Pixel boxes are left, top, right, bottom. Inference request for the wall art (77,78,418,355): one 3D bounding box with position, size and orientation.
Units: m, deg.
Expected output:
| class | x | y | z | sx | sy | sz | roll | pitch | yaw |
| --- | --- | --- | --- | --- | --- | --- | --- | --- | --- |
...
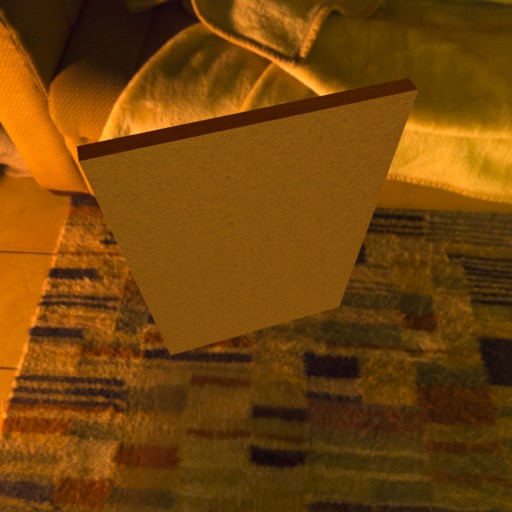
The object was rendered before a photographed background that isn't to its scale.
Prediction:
| class | x | y | z | sx | sy | sz | roll | pitch | yaw |
| --- | --- | --- | --- | --- | --- | --- | --- | --- | --- |
| wall art | 0.000 | 0.000 | 1.158 | 0.610 | 0.914 | 0.037 | -15 | 59 | -9 |
